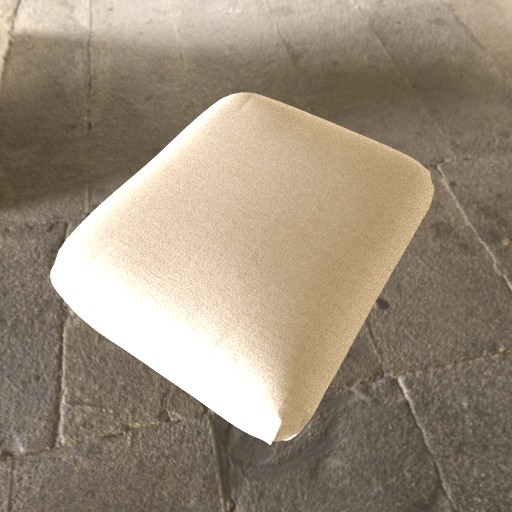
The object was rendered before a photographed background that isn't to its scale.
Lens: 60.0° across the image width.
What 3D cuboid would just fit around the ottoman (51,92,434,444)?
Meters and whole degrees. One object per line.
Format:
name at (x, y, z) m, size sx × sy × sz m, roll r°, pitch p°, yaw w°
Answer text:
ottoman at (0.000, 0.000, 1.111) m, size 0.622 × 0.450 × 0.747 m, roll 28°, pitch 61°, yaw 18°
